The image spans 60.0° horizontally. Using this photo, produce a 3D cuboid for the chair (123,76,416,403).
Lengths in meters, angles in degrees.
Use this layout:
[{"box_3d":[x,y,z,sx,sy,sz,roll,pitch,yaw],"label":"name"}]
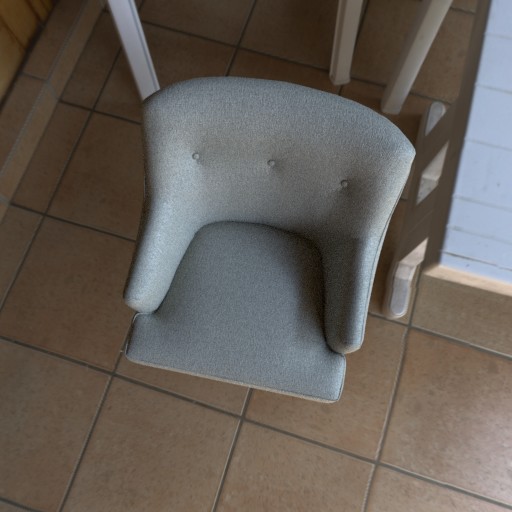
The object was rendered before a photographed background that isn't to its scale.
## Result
[{"box_3d":[0.000,0.000,1.633,0.864,0.856,0.923,11,75,3],"label":"chair"}]
